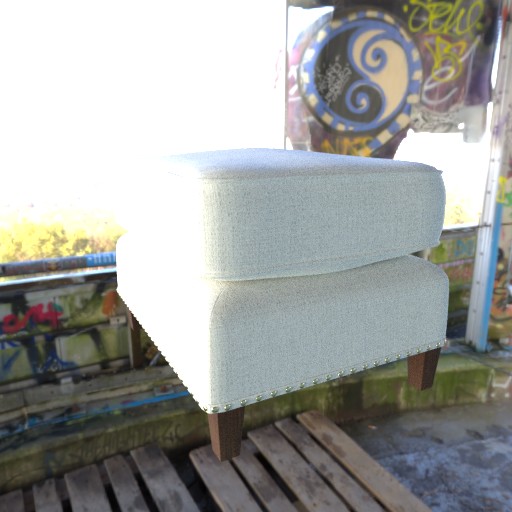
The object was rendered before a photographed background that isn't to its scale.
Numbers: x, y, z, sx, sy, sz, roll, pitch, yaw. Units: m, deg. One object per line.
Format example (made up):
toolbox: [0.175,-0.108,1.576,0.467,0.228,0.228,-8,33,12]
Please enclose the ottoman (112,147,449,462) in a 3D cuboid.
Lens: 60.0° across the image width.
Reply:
ottoman: [0.000,0.000,1.126,0.589,0.537,0.738,-7,16,-27]
